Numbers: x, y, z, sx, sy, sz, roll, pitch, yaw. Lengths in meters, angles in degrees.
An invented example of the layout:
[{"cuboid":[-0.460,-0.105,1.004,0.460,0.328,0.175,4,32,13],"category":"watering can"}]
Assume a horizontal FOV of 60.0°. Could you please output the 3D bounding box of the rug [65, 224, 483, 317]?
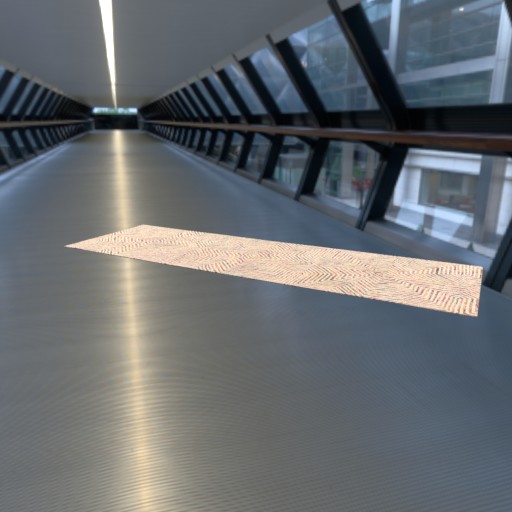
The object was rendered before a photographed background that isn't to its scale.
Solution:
[{"cuboid":[0.000,0.000,2.679,2.443,0.009,0.771,8,18,27],"category":"rug"}]
